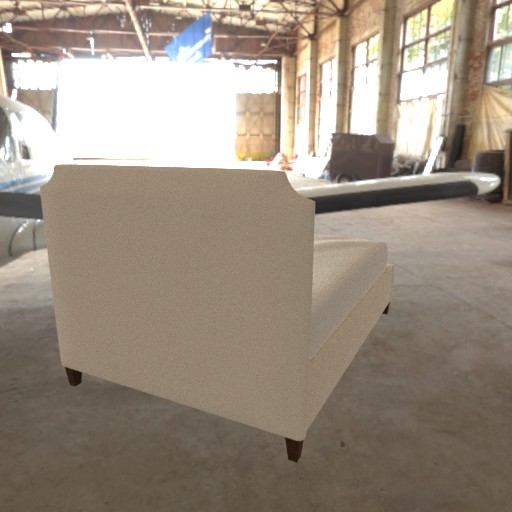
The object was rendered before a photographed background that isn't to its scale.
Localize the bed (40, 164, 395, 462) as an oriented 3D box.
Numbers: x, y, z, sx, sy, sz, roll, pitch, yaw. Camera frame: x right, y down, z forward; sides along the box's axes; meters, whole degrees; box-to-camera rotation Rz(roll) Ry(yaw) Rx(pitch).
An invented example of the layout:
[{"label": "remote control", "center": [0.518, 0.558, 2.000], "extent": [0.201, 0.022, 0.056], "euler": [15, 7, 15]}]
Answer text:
[{"label": "bed", "center": [0.000, 0.000, 3.375], "extent": [1.712, 1.443, 2.365], "euler": [7, 16, 26]}]
